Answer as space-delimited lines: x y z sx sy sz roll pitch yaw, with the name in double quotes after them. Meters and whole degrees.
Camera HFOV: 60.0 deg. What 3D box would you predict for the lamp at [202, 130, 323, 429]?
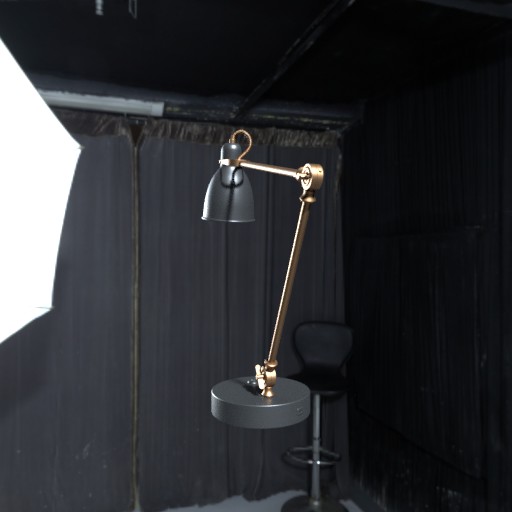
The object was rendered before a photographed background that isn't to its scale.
0.000 0.000 0.873 0.187 0.587 0.561 0 0 -18 "lamp"
